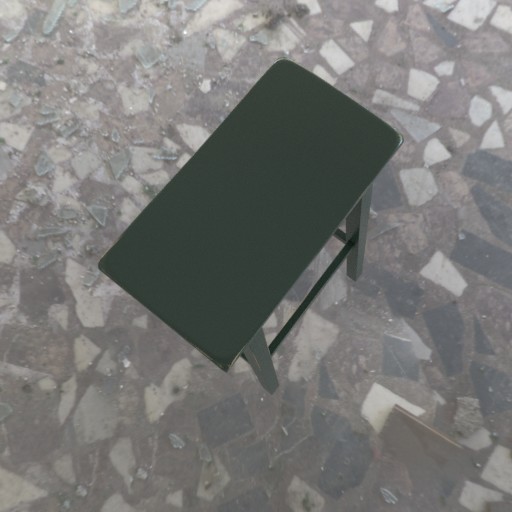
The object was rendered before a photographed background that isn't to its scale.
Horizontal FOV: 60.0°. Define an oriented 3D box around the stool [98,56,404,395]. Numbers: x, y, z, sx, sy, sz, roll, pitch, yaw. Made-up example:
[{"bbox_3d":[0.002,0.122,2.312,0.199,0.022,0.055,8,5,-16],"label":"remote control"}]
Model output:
[{"bbox_3d":[0.000,0.000,1.008,0.476,0.737,0.457,37,79,8],"label":"stool"}]
